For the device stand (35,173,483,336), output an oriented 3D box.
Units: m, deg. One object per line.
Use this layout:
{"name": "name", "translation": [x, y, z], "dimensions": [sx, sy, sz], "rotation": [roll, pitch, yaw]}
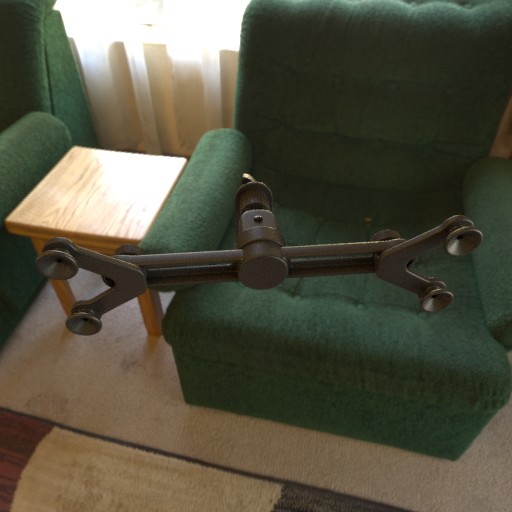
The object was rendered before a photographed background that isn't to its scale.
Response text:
{"name": "device stand", "translation": [0.000, 0.000, 0.368], "dimensions": [0.270, 0.166, 0.142], "rotation": [-3, 45, -3]}
